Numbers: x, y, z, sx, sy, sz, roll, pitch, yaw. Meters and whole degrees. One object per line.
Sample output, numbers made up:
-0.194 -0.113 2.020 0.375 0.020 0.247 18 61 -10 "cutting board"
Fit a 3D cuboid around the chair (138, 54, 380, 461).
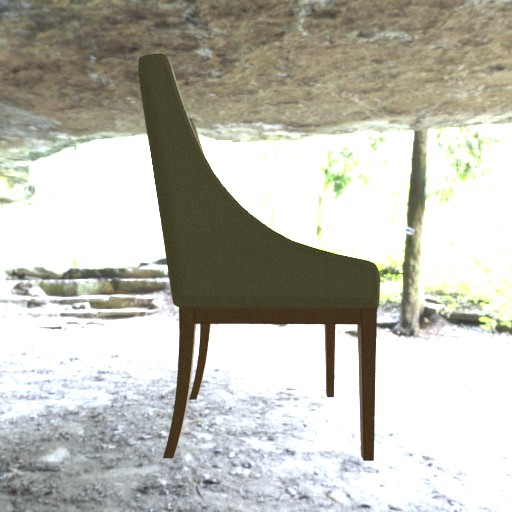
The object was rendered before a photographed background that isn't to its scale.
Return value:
0.000 0.000 1.372 0.611 1.021 0.575 0 -1 -1 "chair"
